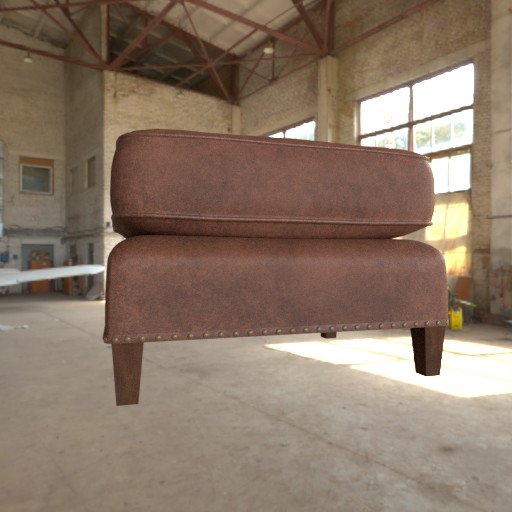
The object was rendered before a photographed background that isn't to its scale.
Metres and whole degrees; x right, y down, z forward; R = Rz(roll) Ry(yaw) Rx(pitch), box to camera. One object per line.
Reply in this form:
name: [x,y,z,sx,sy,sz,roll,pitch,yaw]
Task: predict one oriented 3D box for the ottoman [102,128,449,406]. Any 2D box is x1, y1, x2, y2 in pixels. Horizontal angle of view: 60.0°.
ottoman: [0.000,0.000,1.152,0.738,0.537,0.589,0,0,-17]
